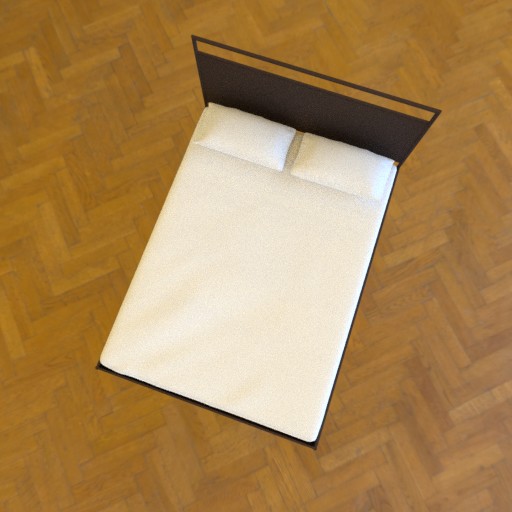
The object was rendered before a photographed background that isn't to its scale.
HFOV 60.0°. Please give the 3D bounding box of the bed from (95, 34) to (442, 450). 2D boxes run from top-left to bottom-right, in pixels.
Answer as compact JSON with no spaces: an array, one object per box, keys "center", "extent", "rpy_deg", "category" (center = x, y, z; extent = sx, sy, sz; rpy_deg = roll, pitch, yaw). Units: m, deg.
[{"center":[0.000,0.000,2.996],"extent":[1.572,1.173,2.122],"rpy_deg":[19,77,4],"category":"bed"}]
